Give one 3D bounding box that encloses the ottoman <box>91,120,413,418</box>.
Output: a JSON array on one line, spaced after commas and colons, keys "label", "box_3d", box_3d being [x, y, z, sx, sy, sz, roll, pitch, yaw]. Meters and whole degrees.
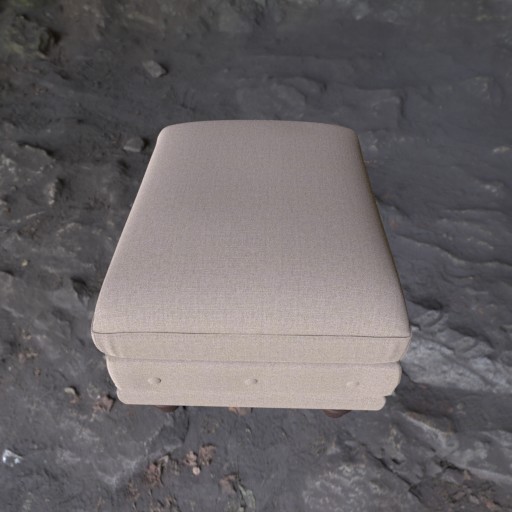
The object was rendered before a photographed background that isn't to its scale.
[{"label": "ottoman", "box_3d": [0.000, 0.000, 1.038, 0.541, 0.463, 0.684, 1, 43, 2]}]
